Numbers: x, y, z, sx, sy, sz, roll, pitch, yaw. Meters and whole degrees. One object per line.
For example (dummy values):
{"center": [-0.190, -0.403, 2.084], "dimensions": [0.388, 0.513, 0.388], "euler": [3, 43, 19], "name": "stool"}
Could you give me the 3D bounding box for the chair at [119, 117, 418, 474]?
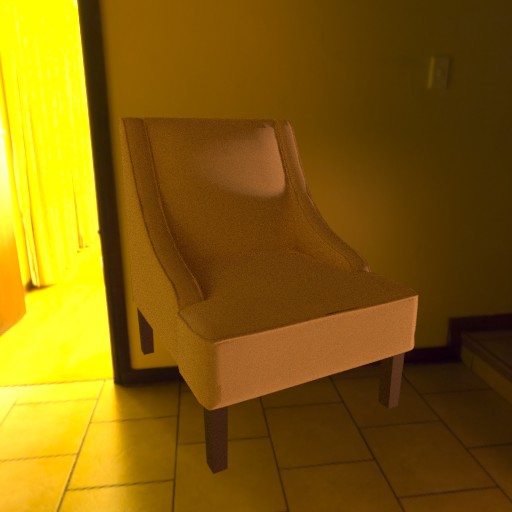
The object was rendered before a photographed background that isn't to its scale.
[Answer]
{"center": [0.000, 0.000, 1.462], "dimensions": [0.689, 0.886, 0.806], "euler": [-8, 18, -27], "name": "chair"}
